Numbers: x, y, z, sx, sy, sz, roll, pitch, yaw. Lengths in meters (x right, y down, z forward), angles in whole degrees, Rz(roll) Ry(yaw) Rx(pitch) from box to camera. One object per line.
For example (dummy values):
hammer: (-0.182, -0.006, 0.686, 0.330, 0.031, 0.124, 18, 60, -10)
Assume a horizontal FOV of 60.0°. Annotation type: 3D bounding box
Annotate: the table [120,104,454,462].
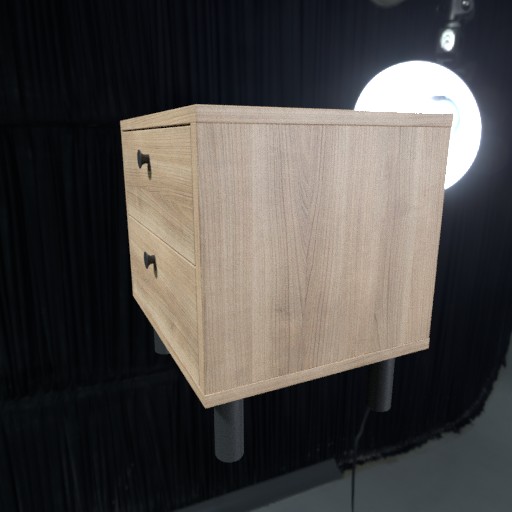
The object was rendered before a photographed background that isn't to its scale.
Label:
table: (0.000, 0.000, 0.772, 0.380, 0.460, 0.445, -7, 16, -25)
